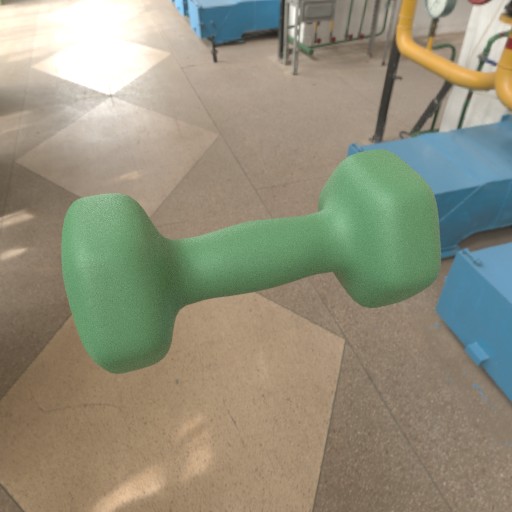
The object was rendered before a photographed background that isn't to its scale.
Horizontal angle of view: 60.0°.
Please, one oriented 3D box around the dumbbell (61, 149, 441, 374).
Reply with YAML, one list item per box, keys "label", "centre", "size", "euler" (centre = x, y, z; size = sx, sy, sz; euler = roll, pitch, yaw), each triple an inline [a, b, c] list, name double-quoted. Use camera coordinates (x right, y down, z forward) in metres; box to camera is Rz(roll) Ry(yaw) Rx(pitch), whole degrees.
- label: "dumbbell"
  centre: [0.000, 0.000, 0.326]
  size: [0.257, 0.114, 0.126]
  euler: [-11, 42, -13]
